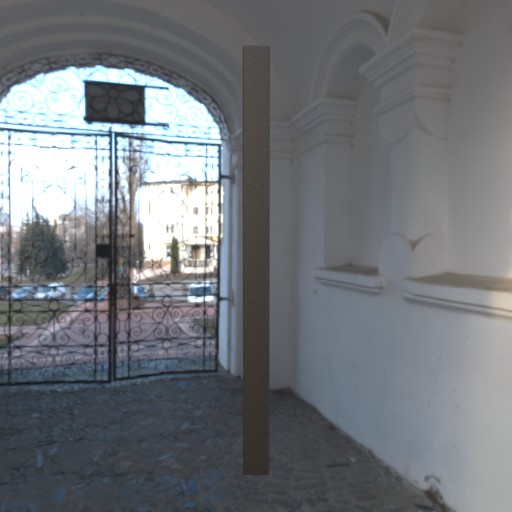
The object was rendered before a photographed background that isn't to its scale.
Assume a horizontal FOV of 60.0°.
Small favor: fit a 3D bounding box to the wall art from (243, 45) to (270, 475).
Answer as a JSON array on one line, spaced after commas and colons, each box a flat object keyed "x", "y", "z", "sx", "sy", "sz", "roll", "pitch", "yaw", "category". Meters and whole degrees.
[{"x": 0.000, "y": 0.000, "z": 0.751, "sx": 0.029, "sy": 0.458, "sz": 0.559, "roll": 0, "pitch": 2, "yaw": 0, "category": "wall art"}]
